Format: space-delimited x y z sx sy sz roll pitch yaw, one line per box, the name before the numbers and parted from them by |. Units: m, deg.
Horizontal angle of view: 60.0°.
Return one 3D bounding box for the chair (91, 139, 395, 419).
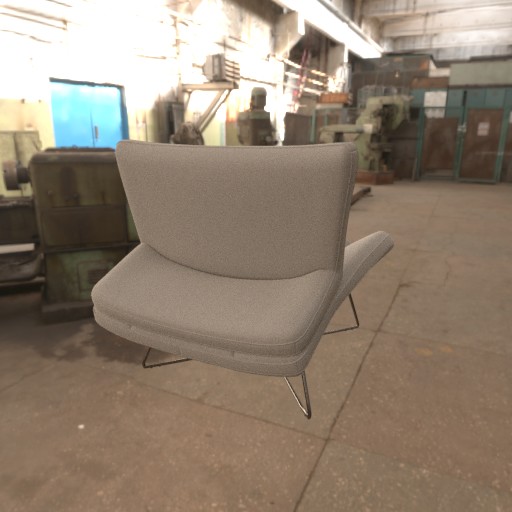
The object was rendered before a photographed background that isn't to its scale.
chair | 0.000 0.000 1.682 0.859 0.855 1.008 8 18 27
